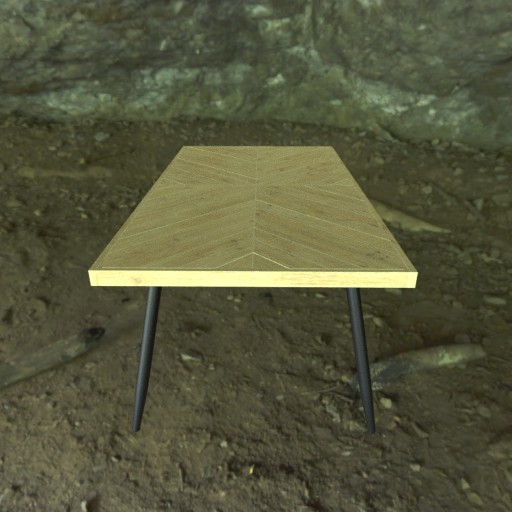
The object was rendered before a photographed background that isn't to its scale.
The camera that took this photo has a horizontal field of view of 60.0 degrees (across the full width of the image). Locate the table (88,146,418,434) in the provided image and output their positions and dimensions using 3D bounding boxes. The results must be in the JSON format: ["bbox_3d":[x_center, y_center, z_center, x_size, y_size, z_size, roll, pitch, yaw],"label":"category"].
[{"bbox_3d":[0.000,0.000,2.311,0.991,0.762,1.803,0,26,1],"label":"table"}]
